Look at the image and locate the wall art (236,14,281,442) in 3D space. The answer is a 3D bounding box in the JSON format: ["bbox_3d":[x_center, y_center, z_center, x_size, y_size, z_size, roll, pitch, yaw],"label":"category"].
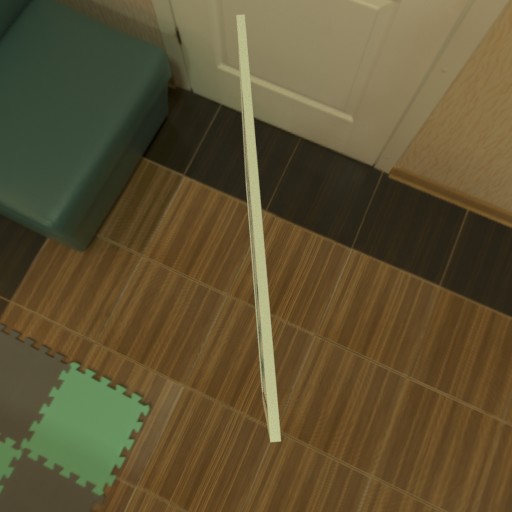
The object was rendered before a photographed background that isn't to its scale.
[{"bbox_3d":[0.000,0.000,0.822,0.012,0.557,0.557,-4,76,-1],"label":"wall art"}]
